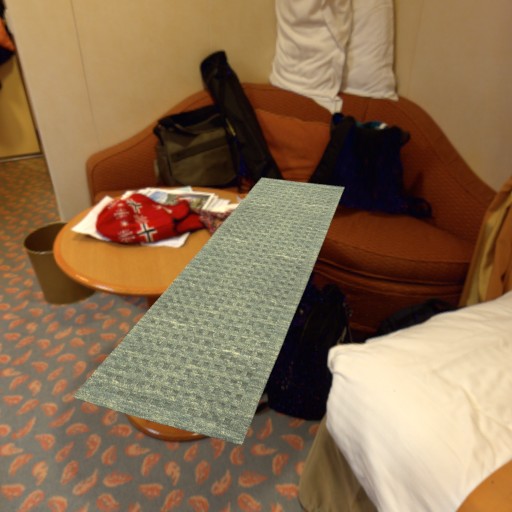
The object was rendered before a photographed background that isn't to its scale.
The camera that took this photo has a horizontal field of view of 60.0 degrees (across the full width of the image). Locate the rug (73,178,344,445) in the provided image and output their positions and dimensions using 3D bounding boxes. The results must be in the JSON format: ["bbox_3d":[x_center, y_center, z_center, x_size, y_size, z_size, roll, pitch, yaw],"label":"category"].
[{"bbox_3d":[0.000,0.000,2.596,0.688,0.008,2.443,9,32,15],"label":"rug"}]
